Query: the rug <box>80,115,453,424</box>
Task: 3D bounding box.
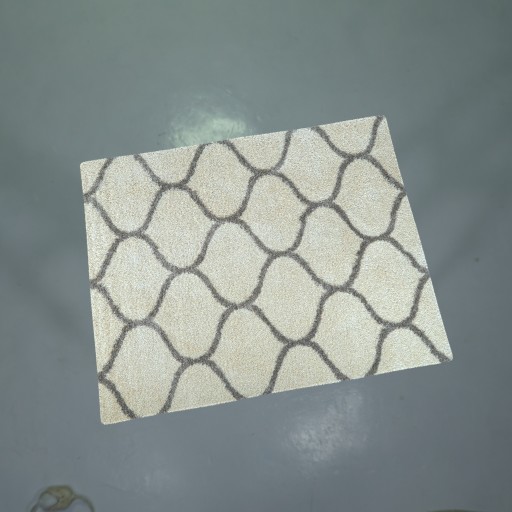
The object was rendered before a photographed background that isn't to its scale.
[{"bbox_3d":[0.000,0.000,4.010,3.000,0.026,2.399,-10,75,-3],"label":"rug"}]
